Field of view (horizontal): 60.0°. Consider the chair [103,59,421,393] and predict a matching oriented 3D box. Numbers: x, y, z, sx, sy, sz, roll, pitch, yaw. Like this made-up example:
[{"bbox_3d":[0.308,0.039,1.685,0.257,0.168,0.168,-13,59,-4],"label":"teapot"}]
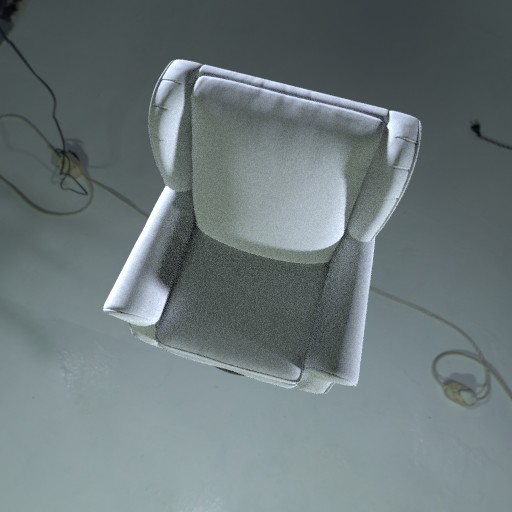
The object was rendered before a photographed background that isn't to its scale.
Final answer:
[{"bbox_3d":[0.000,0.000,1.661,0.906,0.967,0.854,16,74,5],"label":"chair"}]
